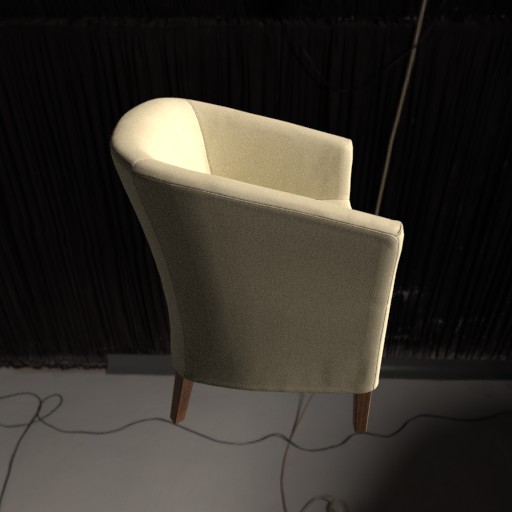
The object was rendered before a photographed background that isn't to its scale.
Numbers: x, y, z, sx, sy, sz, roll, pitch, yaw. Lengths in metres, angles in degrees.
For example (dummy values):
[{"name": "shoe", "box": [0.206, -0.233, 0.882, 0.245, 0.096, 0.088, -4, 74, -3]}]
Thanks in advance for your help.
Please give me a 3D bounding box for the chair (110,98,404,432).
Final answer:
[{"name": "chair", "box": [0.000, 0.000, 1.304, 0.657, 0.822, 0.643, 0, 31, 0]}]
